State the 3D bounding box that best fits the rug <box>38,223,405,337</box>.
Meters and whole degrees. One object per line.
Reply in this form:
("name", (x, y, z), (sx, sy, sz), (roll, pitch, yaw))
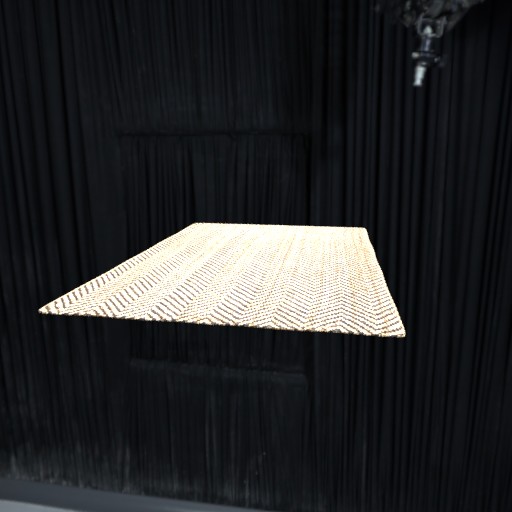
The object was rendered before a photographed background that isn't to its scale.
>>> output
("rug", (0.000, 0.000, 2.284), (1.219, 0.008, 1.828), (2, 14, 9))
